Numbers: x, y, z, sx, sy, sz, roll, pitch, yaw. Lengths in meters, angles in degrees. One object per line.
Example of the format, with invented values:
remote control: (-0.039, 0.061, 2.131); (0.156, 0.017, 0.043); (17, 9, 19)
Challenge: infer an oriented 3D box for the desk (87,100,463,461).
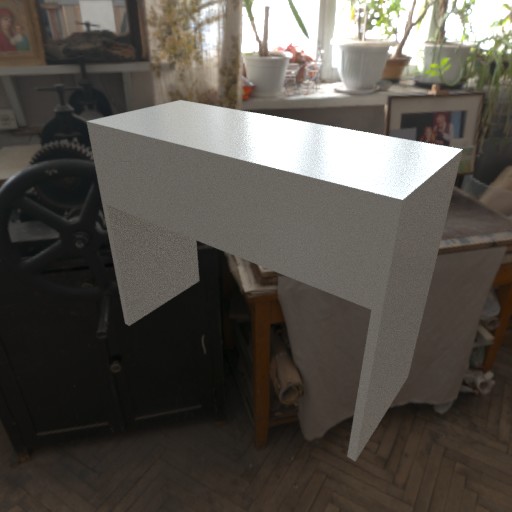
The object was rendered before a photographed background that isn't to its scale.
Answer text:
desk: (0.000, 0.000, 1.436); (1.000, 0.790, 0.400); (21, 36, 31)
